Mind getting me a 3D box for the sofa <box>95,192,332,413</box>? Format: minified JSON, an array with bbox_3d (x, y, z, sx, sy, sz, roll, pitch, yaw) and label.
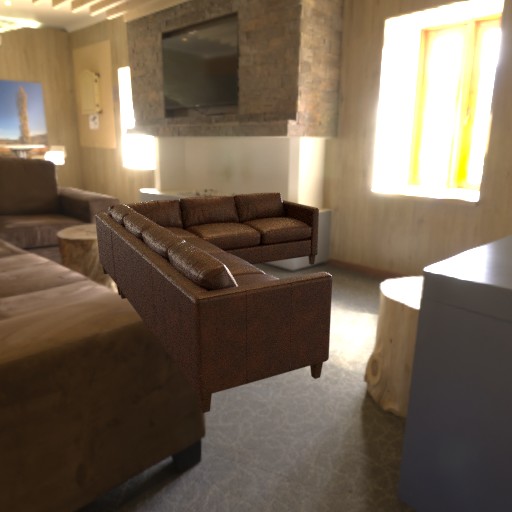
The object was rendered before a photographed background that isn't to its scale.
[{"bbox_3d":[0.000,0.000,4.268,2.438,0.836,3.152,-8,17,-27],"label":"sofa"}]
